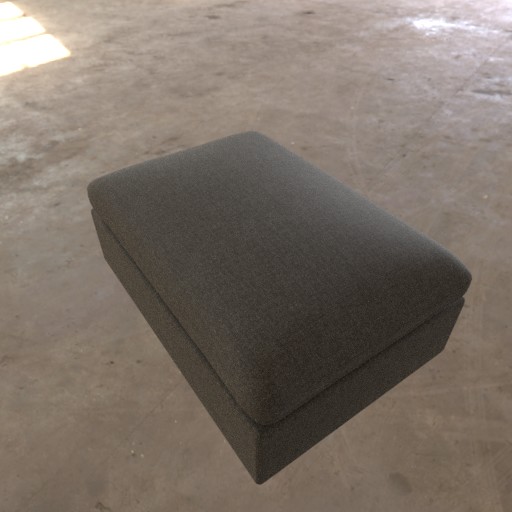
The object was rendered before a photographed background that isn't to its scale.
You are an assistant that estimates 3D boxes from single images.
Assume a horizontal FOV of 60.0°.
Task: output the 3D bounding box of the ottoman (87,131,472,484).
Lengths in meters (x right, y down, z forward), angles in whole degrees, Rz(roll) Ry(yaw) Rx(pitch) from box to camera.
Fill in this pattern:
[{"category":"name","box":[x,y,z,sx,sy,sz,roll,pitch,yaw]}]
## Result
[{"category":"ottoman","box":[0.000,0.000,1.412,0.711,0.483,1.041,-25,47,-26]}]
